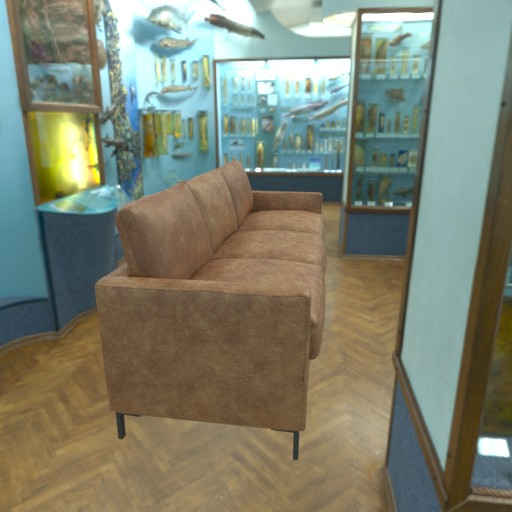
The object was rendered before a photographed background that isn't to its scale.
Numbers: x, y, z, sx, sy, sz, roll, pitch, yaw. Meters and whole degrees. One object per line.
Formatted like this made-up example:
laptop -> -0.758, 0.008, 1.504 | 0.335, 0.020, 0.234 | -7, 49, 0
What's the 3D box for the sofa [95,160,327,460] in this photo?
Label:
sofa -> 0.000, 0.000, 2.362 | 0.748, 0.863, 2.029 | 3, 17, 9
